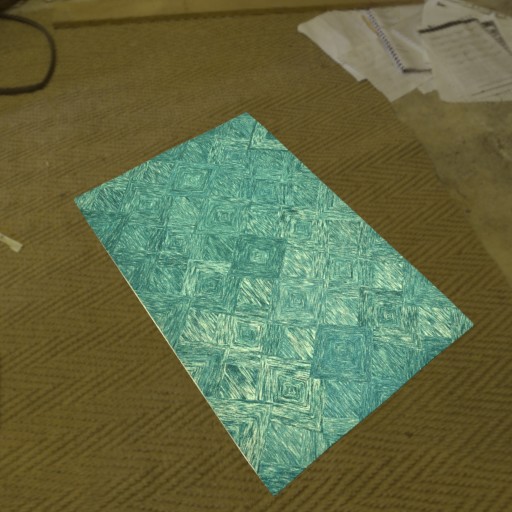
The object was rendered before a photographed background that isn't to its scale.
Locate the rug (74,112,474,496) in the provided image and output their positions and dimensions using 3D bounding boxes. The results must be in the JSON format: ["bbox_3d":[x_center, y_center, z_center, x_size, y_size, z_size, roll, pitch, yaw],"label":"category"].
[{"bbox_3d":[0.000,0.000,2.149,1.136,0.017,1.728,-32,64,-18],"label":"rug"}]
